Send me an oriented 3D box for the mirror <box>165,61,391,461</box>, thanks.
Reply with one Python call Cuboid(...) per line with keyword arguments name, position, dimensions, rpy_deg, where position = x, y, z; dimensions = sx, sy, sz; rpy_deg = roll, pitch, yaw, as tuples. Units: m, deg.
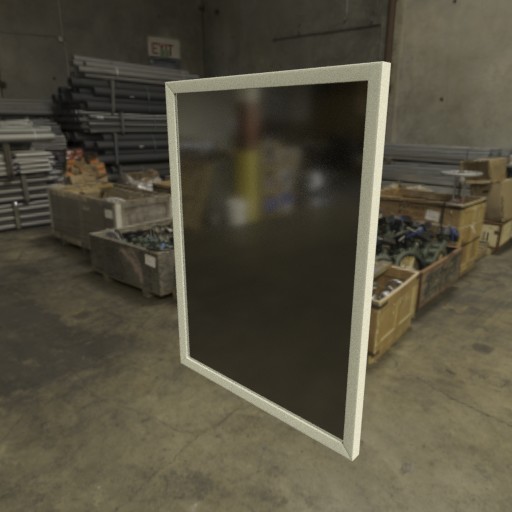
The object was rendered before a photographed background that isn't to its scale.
Cuboid(name="mirror", position=(0.000, 0.000, 1.335), dimensions=(0.762, 1.016, 0.040), rpy_deg=(15, 23, 41))
